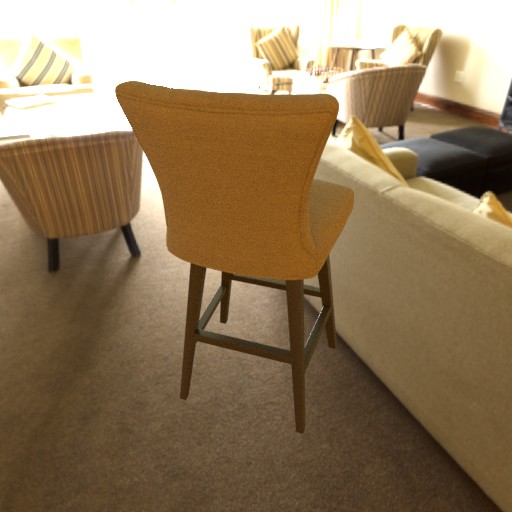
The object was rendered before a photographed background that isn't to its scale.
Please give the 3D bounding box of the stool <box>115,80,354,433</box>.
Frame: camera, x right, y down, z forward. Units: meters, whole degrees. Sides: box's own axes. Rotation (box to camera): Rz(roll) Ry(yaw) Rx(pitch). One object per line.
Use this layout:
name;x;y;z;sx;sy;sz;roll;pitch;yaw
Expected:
stool;0.000;0.000;1.393;0.514;1.086;0.574;10;33;16
